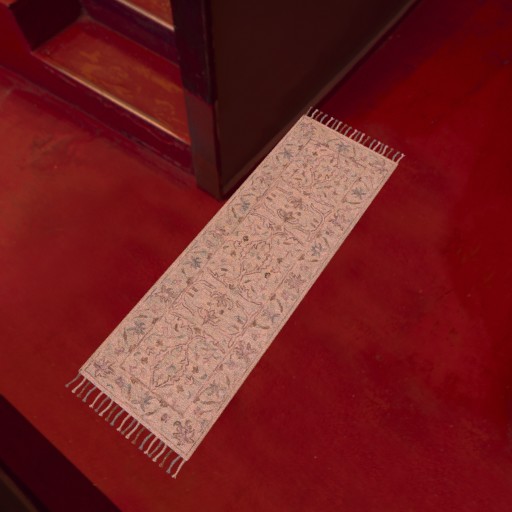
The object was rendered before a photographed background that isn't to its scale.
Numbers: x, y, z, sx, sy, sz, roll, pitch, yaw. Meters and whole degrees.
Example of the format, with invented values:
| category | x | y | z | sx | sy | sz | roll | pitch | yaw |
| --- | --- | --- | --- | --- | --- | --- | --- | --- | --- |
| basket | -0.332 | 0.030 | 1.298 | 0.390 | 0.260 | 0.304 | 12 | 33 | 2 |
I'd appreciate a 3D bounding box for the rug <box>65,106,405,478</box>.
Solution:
| category | x | y | z | sx | sy | sz | roll | pitch | yaw |
| --- | --- | --- | --- | --- | --- | --- | --- | --- | --- |
| rug | 0.000 | 0.000 | 2.701 | 0.769 | 0.013 | 2.440 | 33 | 68 | 15 |
